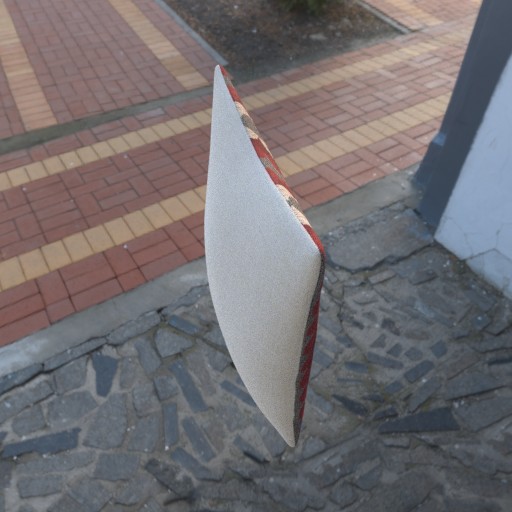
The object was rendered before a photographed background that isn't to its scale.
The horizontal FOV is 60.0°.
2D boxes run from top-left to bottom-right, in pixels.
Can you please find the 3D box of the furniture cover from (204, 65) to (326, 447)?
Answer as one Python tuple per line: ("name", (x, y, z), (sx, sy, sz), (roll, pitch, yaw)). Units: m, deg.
("furniture cover", (0.000, 0.000, 0.676), (0.145, 0.420, 0.435), (-11, 47, -11))
